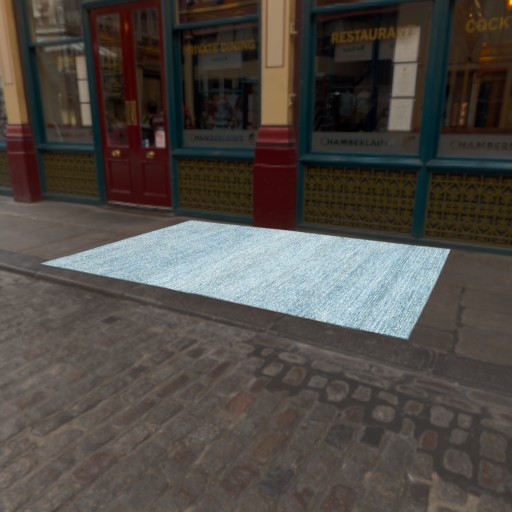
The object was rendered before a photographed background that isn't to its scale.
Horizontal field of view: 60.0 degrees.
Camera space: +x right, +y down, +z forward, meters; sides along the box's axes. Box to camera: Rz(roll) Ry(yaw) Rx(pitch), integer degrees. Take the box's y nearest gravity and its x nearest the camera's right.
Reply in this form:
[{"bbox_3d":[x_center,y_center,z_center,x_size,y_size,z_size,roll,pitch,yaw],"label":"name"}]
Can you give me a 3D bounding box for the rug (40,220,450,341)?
[{"bbox_3d":[0.000,0.000,2.964,2.260,0.026,1.611,8,18,27],"label":"rug"}]
